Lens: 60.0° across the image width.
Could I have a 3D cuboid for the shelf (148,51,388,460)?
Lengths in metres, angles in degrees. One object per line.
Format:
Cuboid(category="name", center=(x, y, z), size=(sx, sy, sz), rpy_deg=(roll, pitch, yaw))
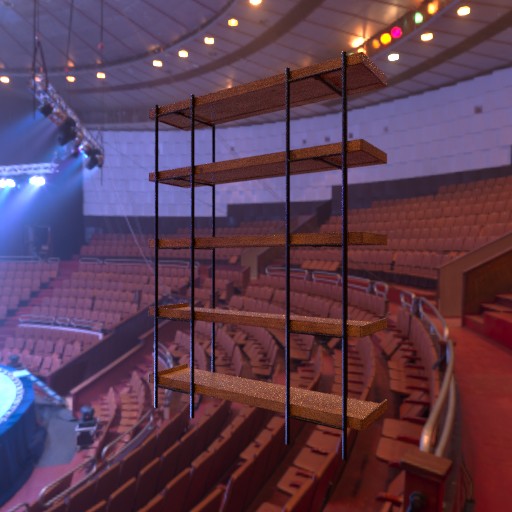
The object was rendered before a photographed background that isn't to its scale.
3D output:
Cuboid(category="shelf", center=(0.000, 0.000, 2.479), size=(1.371, 1.826, 0.379), rpy_deg=(0, -1, 34))
